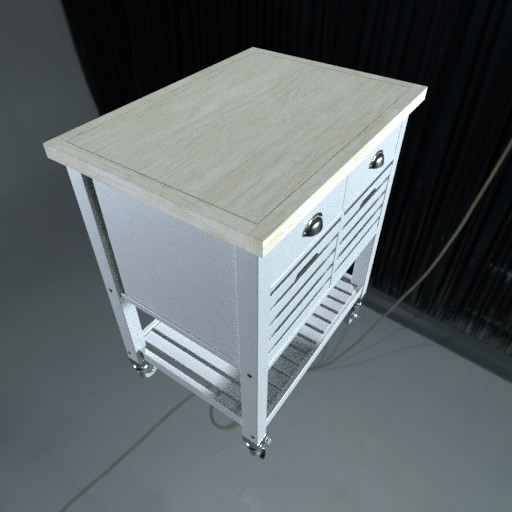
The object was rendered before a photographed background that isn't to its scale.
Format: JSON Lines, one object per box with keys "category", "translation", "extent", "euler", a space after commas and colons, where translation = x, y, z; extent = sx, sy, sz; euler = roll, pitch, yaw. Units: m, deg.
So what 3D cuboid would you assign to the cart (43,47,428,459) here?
{"category": "cart", "translation": [0.000, 0.000, 1.348], "extent": [0.559, 0.914, 0.762], "euler": [25, 48, 25]}
